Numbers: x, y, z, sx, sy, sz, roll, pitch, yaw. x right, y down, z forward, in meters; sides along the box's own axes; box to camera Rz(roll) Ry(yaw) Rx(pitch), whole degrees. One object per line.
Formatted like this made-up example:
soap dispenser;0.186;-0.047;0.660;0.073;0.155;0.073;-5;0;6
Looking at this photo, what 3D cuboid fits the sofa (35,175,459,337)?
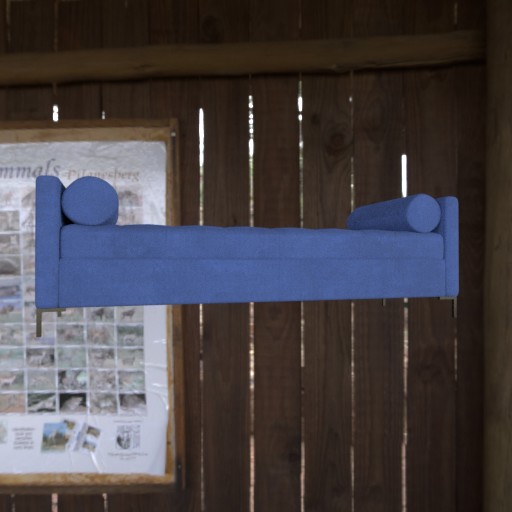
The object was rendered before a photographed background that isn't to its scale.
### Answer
sofa;0.000;0.000;2.306;1.981;0.635;0.686;0;-1;-17
